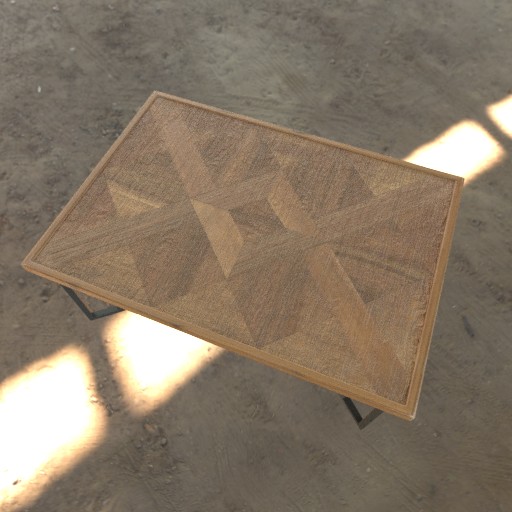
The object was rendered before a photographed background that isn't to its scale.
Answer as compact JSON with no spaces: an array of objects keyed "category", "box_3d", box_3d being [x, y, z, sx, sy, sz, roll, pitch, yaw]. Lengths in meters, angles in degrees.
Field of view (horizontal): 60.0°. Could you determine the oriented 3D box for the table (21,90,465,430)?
[{"category":"table","box_3d":[0.000,0.000,1.684,1.238,0.492,0.877,19,61,11]}]
